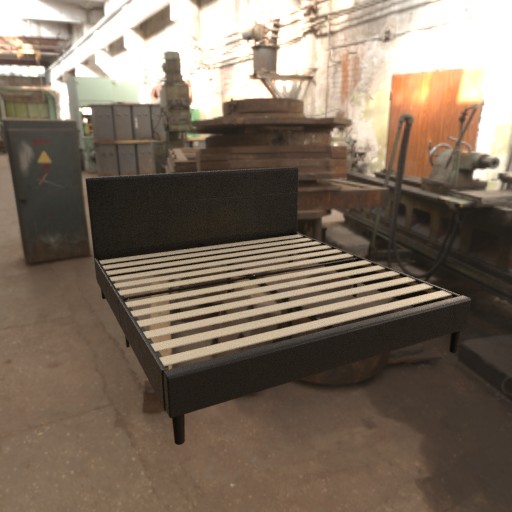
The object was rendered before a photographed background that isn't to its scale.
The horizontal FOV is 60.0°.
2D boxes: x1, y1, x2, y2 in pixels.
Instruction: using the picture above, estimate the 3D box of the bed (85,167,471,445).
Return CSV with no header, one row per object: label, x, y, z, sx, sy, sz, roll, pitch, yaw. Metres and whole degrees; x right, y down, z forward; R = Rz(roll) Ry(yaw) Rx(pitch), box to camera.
bed,0.000,0.000,3.284,2.018,1.046,2.152,-8,19,-26
